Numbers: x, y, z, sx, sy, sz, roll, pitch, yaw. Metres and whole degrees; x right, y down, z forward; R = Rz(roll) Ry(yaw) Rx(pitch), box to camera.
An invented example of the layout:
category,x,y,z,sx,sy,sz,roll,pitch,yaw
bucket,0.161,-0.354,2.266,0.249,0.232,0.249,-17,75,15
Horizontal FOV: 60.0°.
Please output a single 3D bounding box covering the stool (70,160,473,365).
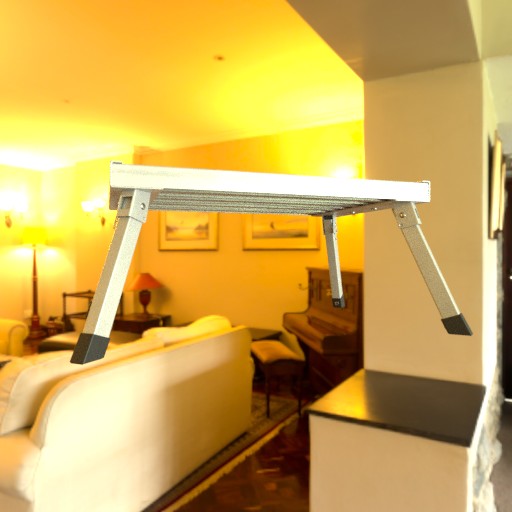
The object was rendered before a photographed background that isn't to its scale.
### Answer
category,x,y,z,sx,sy,sz,roll,pitch,yaw
stool,0.000,0.000,0.722,0.535,0.225,0.385,0,0,-19
